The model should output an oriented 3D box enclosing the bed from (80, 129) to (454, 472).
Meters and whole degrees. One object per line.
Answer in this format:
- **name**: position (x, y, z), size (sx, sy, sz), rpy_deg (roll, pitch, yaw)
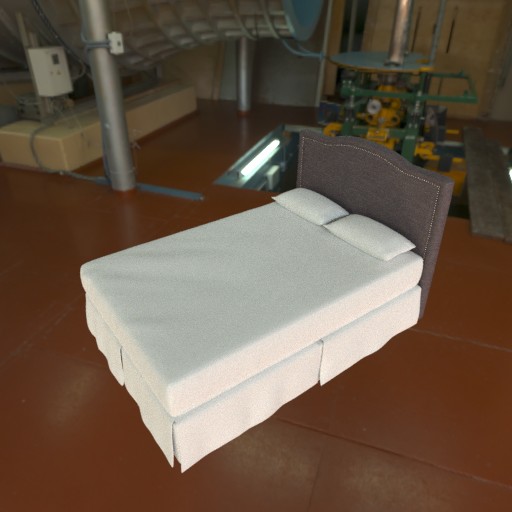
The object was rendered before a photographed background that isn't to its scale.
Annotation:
- **bed**: position (0.000, 0.000, 3.576), size (2.507, 1.441, 1.741), rpy_deg (-21, 37, -30)
